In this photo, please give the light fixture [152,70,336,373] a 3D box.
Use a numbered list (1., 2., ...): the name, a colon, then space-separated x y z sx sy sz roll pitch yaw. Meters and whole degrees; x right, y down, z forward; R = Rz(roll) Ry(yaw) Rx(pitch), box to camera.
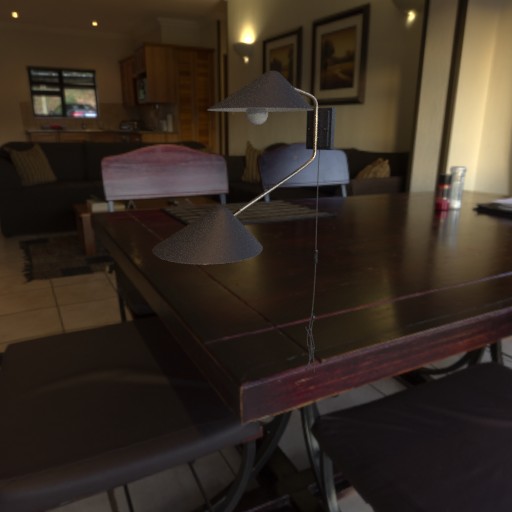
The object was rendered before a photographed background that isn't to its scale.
1. light fixture: 0.000 0.000 0.848 0.189 0.665 0.422 15 22 41
